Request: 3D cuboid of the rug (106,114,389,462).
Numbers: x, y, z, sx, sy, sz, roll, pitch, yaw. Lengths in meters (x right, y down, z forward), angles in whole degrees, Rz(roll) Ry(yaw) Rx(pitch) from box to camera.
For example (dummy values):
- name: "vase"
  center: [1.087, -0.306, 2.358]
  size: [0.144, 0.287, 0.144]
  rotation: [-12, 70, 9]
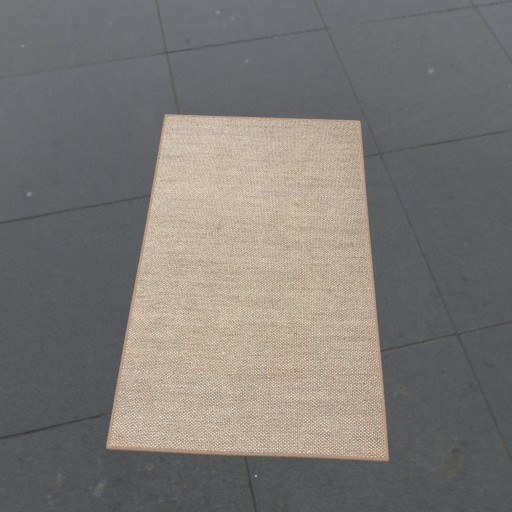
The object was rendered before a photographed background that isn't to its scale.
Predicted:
- name: "rug"
  center: [0.000, 0.000, 2.021]
  size: [1.061, 0.012, 1.668]
  rotation: [2, 64, 1]
